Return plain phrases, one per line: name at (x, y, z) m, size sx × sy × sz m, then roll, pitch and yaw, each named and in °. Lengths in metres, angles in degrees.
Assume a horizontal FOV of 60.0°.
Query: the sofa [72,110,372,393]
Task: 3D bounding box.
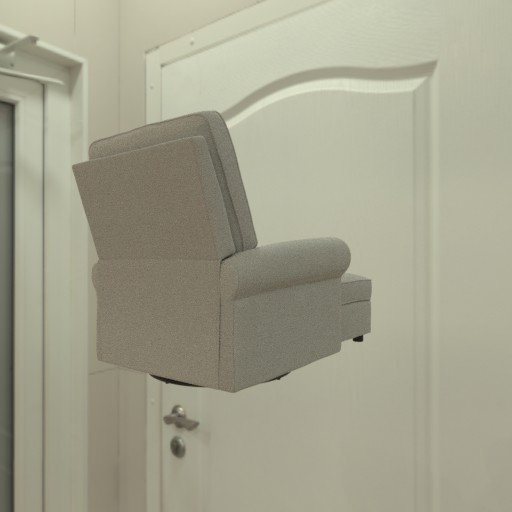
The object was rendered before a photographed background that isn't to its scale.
sofa at (0.000, 0.000, 2.093) m, size 0.880 × 0.959 × 1.478 m, roll 0°, pitch 0°, yaw 37°
